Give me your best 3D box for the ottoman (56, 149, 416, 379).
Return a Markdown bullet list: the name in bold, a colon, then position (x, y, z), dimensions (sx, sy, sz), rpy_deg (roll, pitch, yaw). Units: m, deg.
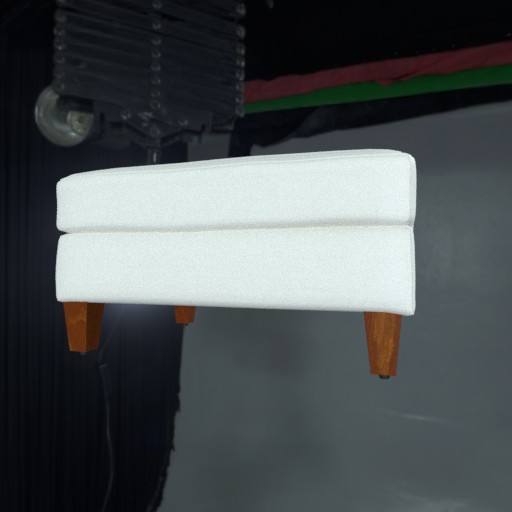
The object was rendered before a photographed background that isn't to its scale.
- **ottoman**: position (0.000, 0.000, 1.209), dimensions (0.818, 0.479, 0.634), rpy_deg (0, -1, 19)
